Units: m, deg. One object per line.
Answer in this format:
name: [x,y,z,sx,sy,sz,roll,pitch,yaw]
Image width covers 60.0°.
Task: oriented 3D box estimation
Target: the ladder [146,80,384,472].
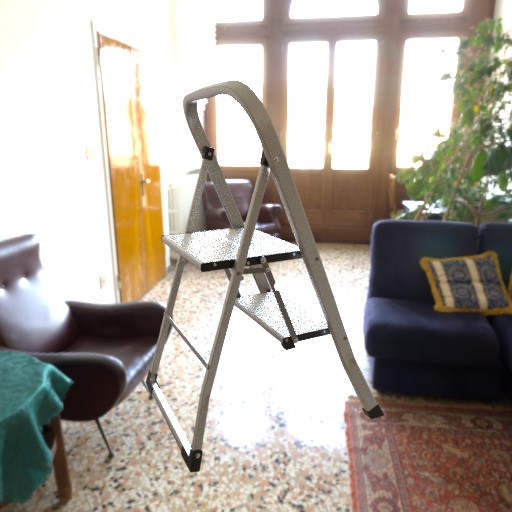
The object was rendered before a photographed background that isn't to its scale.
ladder: [0.000,0.000,1.155,0.530,0.830,0.465,-7,17,-26]
